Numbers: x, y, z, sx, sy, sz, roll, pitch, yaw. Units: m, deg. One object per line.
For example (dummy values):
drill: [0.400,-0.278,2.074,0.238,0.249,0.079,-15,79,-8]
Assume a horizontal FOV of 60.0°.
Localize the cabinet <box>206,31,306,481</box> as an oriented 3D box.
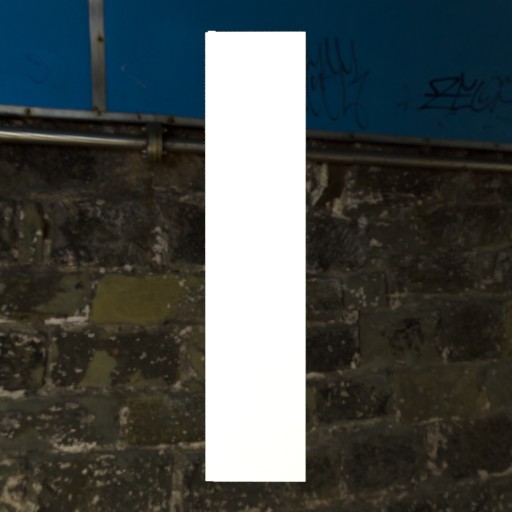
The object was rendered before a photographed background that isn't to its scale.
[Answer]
cabinet: [0.000,0.000,2.747,0.480,2.160,1.250,0,0,0]
